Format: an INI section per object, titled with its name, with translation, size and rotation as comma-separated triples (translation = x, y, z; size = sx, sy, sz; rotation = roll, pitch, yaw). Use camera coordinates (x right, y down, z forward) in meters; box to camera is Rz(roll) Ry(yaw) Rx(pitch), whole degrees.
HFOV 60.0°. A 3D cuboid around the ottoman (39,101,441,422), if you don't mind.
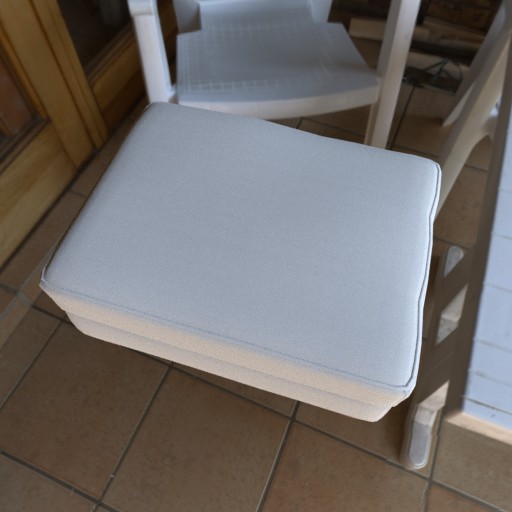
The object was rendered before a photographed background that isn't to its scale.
[ottoman]
translation = 0.000, 0.000, 1.188
size = 0.818, 0.479, 0.634
rotation = 15, 60, 9
